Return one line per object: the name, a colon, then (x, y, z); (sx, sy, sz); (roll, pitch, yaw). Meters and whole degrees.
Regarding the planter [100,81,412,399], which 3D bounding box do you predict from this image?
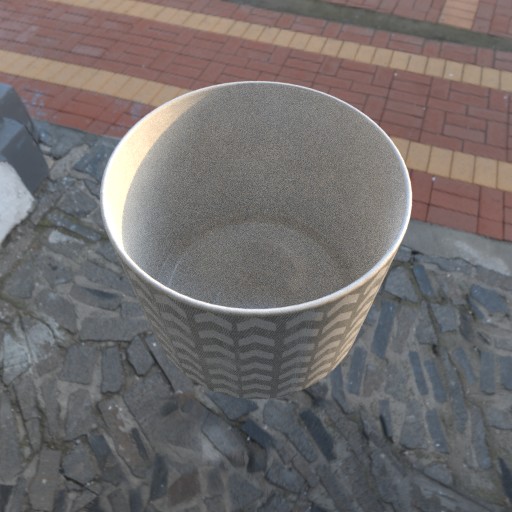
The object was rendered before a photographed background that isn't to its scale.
planter: (0.000, 0.000, 0.349); (0.190, 0.181, 0.190); (0, 57, 0)
